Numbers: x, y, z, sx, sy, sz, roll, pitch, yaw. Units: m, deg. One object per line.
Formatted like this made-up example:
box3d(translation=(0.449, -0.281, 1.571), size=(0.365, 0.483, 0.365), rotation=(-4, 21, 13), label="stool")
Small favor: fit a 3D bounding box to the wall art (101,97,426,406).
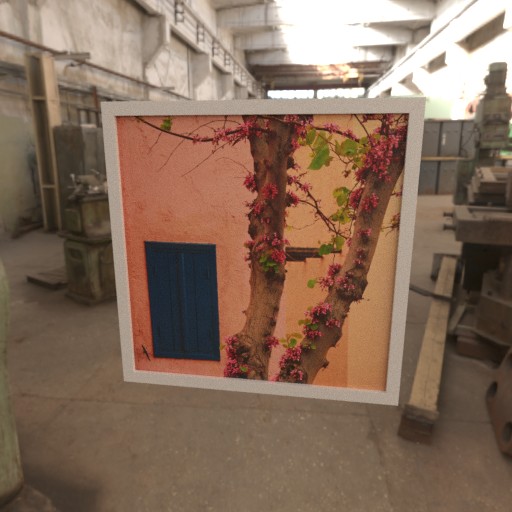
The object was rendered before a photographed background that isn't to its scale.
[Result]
box3d(translation=(0.000, 0.000, 0.765), size=(0.507, 0.508, 0.038), rotation=(2, 15, 9), label="wall art")
